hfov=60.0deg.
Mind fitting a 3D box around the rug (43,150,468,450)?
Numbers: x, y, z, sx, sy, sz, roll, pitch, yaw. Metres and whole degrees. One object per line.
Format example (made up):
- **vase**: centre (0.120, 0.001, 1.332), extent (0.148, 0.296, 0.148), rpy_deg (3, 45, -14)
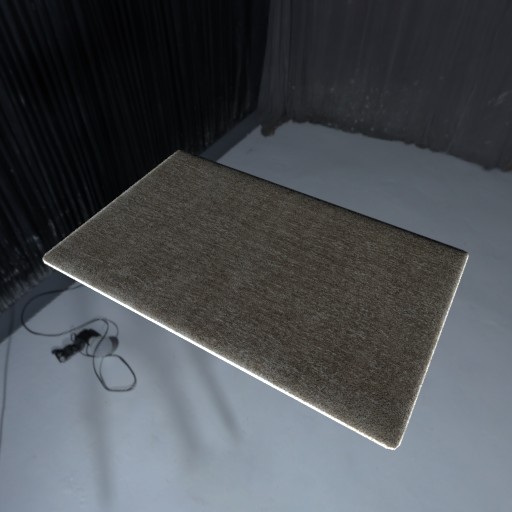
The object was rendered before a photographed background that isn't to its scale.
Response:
- **rug**: centre (0.000, 0.000, 2.991), extent (2.469, 0.024, 1.539), rpy_deg (23, 51, 21)
